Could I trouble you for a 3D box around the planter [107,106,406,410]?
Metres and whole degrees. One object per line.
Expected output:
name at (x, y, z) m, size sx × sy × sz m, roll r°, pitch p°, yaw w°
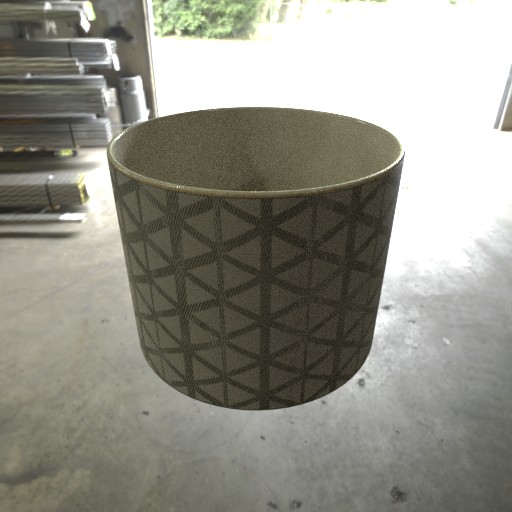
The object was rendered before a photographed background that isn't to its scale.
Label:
planter at (0.000, 0.000, 0.338) m, size 0.190 × 0.181 × 0.190 m, roll 0°, pitch 31°, yaw 0°
